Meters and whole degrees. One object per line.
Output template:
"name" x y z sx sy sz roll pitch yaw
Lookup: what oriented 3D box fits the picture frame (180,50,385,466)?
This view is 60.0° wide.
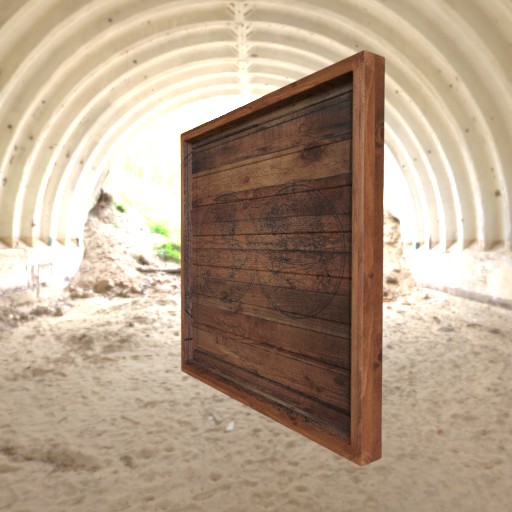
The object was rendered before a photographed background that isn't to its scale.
"picture frame" 0.000 0.000 0.528 0.028 0.356 0.352 -1 2 -35
